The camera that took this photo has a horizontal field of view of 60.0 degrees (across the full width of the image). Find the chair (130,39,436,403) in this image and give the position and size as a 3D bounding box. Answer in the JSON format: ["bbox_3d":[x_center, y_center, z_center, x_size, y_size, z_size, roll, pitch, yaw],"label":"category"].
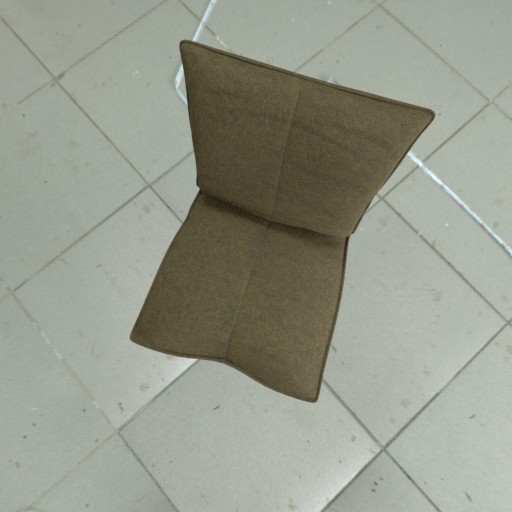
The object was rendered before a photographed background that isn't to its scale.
[{"bbox_3d":[0.000,0.000,1.289,0.597,0.811,0.696,19,77,5],"label":"chair"}]
